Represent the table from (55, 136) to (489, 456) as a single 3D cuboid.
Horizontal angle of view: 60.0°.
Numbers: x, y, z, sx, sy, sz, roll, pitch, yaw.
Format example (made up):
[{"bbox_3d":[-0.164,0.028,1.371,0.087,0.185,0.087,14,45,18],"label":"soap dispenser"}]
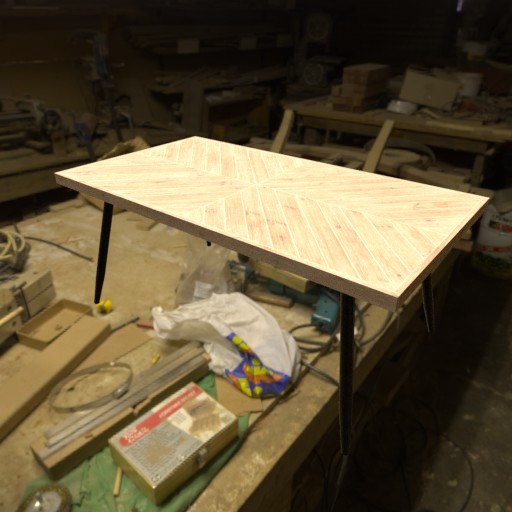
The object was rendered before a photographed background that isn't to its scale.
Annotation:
[{"bbox_3d":[0.000,0.000,2.257,1.803,0.762,0.991,21,35,33],"label":"table"}]
